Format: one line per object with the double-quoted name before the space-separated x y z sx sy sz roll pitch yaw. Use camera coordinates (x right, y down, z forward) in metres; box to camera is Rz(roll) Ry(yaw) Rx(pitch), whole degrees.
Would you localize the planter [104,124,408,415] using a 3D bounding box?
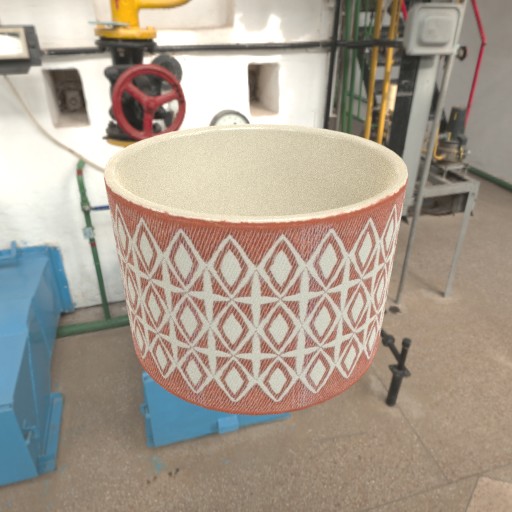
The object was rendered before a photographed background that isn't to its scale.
"planter" 0.000 0.000 0.327 0.192 0.148 0.192 0 30 0
